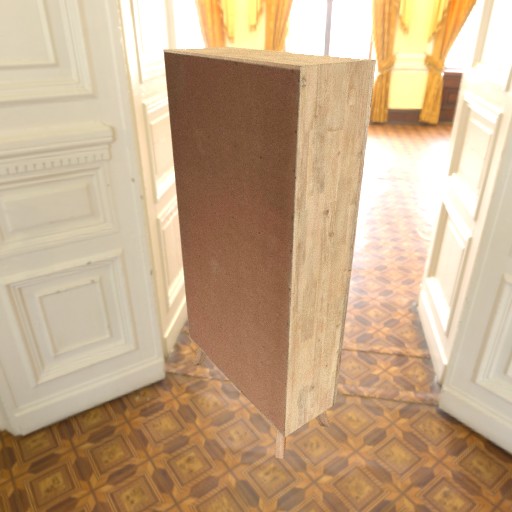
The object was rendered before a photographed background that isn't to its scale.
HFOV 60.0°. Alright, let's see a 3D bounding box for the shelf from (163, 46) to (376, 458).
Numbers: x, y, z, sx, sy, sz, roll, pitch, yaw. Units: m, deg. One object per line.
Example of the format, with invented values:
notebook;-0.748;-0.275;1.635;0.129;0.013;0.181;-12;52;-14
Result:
shelf;0.000;0.000;1.768;0.308;1.471;0.748;-20;34;-32
